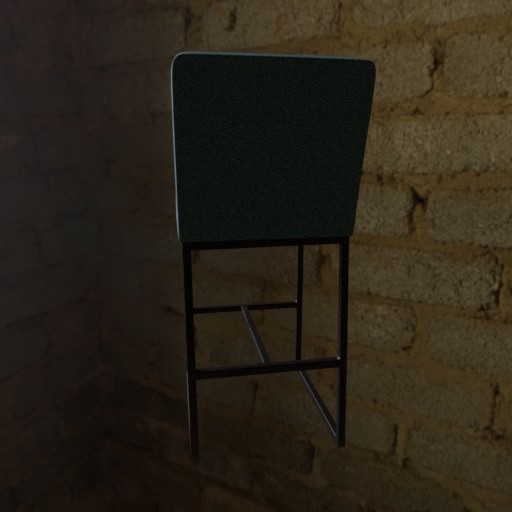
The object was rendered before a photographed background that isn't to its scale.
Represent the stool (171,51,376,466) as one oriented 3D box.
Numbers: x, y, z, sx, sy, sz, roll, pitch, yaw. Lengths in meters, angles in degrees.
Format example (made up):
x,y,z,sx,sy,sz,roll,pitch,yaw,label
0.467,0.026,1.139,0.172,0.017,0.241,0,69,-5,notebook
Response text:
x,y,z,sx,sy,sz,roll,pitch,yaw,label
0.000,0.000,1.332,0.460,1.040,0.560,-2,14,-10,stool
